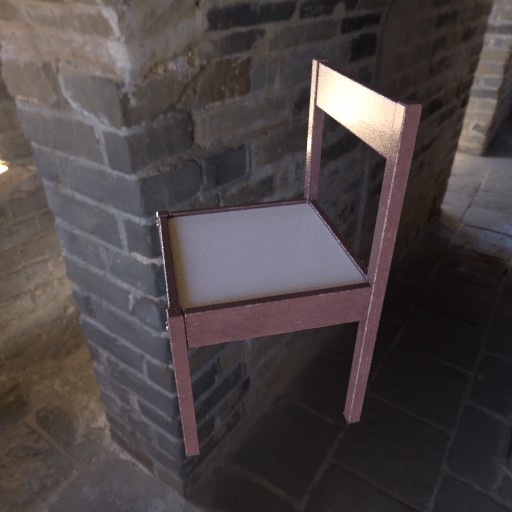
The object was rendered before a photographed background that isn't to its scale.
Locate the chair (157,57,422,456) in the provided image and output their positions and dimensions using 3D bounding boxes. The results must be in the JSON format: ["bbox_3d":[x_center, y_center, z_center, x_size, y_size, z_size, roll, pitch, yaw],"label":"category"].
[{"bbox_3d":[0.000,0.000,0.675,0.285,0.505,0.285,-7,34,-11],"label":"chair"}]
